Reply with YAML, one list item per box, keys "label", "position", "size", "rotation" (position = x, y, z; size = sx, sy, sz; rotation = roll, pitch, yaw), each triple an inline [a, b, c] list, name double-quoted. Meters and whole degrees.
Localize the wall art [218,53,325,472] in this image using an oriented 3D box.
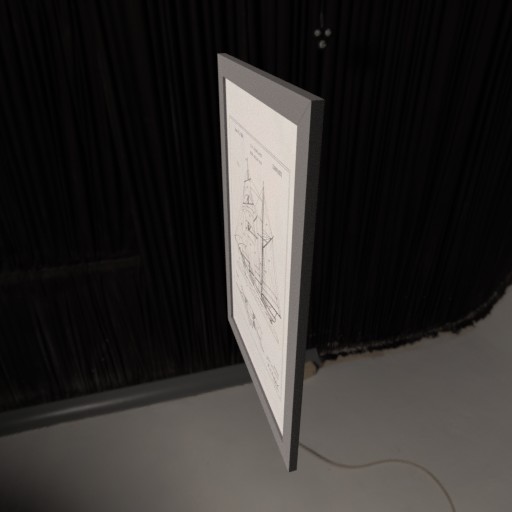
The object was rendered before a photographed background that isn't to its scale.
- label: "wall art"
  position: [0.000, 0.000, 0.683]
  size: [0.013, 0.534, 0.380]
  rotation: [-9, 32, -14]
